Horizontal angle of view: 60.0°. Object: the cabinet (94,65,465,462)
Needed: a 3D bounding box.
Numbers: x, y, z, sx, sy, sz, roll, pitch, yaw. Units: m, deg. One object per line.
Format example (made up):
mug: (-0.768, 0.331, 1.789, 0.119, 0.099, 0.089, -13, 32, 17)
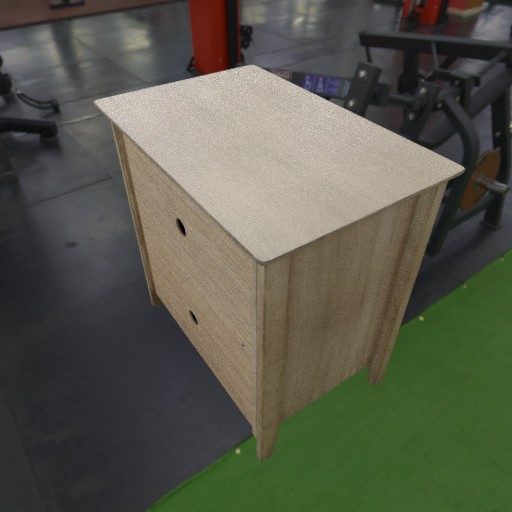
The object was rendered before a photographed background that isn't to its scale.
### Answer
cabinet: (0.000, 0.000, 1.262, 0.503, 0.762, 0.763, -24, 47, -25)
